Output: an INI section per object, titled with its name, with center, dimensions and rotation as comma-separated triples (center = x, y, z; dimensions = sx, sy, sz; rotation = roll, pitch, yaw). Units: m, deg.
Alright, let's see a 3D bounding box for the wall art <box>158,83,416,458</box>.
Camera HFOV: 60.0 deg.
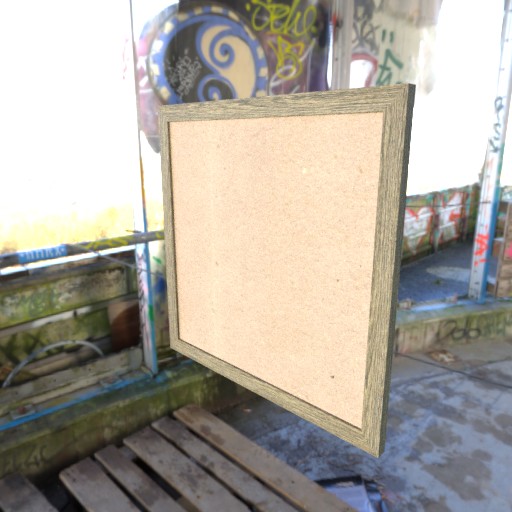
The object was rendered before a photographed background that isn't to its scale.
[wall art]
center = 0.000, 0.000, 0.753
dimensions = 0.508, 0.508, 0.019
rotation = 14, 20, 42
